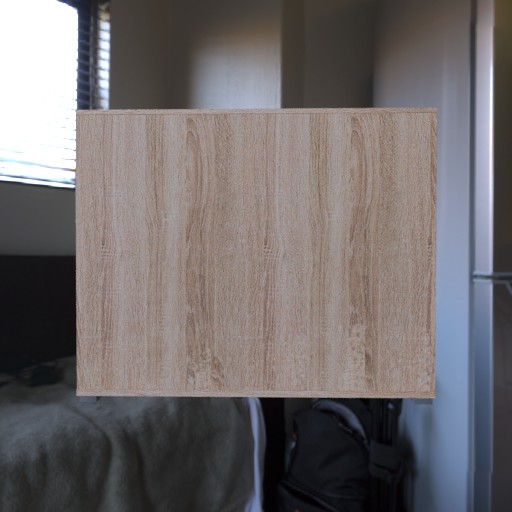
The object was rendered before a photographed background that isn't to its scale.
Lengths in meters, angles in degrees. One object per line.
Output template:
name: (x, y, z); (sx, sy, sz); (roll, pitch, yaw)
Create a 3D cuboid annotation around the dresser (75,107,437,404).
dresser: (0.000, 0.000, 1.575); (1.100, 0.900, 0.450); (0, 1, 1)
